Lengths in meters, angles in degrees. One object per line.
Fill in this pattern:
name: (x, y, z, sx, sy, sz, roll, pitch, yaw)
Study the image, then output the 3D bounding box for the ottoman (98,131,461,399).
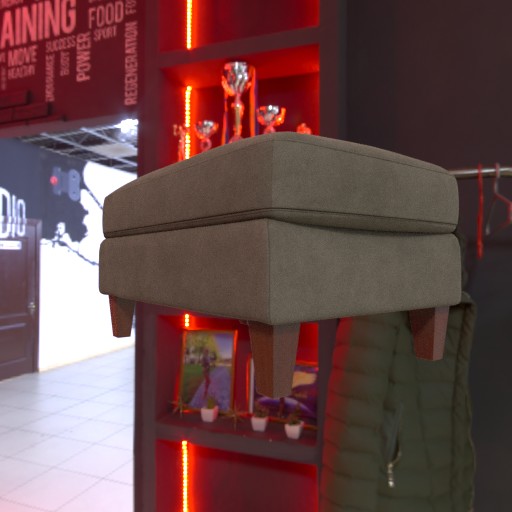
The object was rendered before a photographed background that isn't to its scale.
ottoman: (0.000, 0.000, 1.191, 0.584, 0.483, 0.864, 1, -1, -37)
